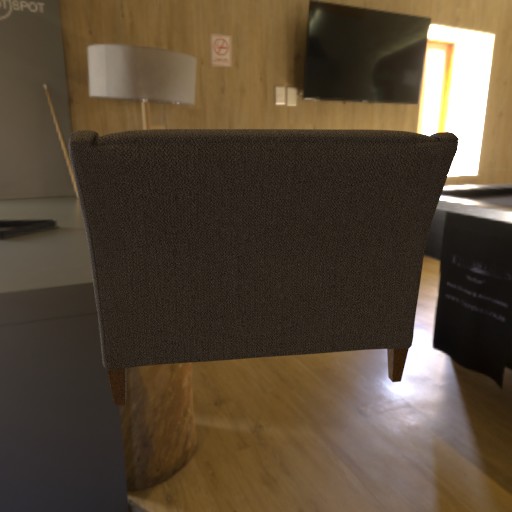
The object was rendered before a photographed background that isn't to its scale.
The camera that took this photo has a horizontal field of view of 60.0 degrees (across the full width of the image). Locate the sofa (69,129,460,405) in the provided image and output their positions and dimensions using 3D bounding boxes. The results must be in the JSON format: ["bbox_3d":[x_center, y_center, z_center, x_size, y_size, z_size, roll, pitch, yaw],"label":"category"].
[{"bbox_3d":[0.000,0.000,1.878,1.242,1.022,0.873,-2,15,-8],"label":"sofa"}]
